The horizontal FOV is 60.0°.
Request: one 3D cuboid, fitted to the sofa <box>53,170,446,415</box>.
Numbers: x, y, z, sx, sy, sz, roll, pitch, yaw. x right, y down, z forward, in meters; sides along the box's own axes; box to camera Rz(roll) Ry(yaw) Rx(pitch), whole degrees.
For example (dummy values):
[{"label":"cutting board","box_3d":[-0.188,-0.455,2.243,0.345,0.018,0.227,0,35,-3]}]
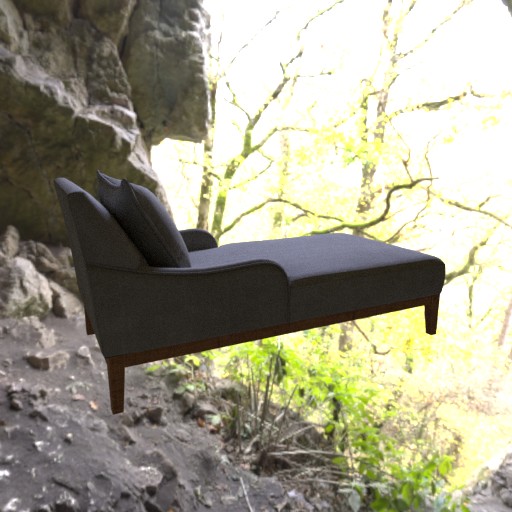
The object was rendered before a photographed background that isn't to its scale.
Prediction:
[{"label":"sofa","box_3d":[0.000,0.000,2.260,1.779,0.859,0.894,-7,15,-26]}]
